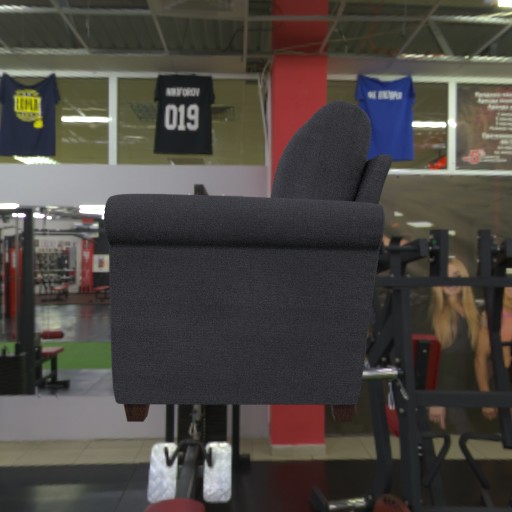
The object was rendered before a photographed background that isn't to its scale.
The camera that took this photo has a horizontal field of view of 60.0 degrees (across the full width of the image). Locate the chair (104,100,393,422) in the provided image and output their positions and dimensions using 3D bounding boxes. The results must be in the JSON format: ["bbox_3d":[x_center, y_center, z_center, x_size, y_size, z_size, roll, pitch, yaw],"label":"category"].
[{"bbox_3d":[0.000,0.000,1.620,0.828,0.942,0.867,0,0,0],"label":"chair"}]
